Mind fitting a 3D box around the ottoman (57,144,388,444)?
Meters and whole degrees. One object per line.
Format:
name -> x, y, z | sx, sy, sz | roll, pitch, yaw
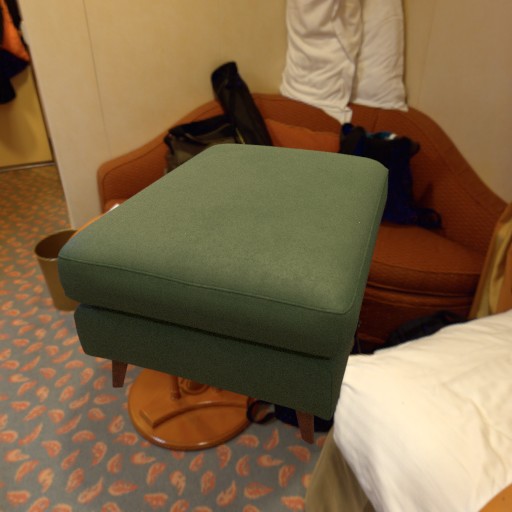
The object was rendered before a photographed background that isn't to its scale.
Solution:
ottoman -> 0.000, 0.000, 1.186 | 0.608, 0.449, 0.811 | 10, 31, 17
